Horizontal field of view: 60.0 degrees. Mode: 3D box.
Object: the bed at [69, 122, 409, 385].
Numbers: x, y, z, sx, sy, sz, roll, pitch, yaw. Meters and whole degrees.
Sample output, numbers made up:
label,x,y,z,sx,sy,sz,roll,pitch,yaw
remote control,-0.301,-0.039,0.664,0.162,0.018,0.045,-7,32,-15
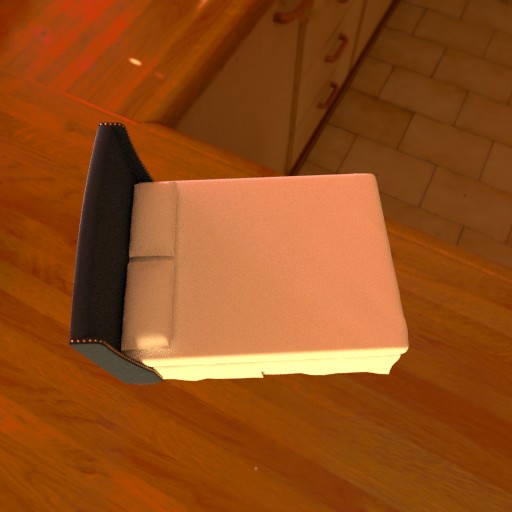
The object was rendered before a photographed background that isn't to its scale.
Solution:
label,x,y,z,sx,sy,sz,roll,pitch,yaw
bed,0.000,0.000,3.361,2.223,1.402,1.604,-2,64,-1
